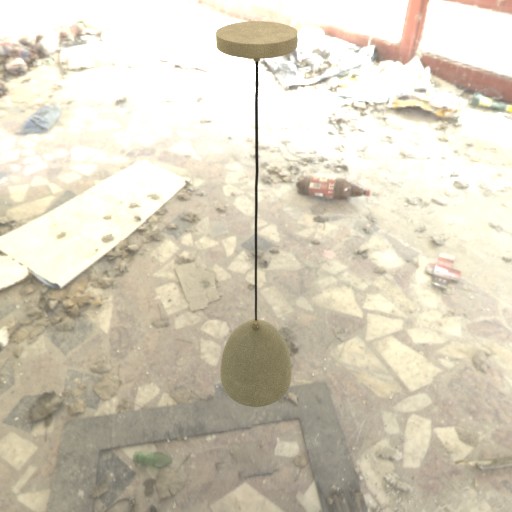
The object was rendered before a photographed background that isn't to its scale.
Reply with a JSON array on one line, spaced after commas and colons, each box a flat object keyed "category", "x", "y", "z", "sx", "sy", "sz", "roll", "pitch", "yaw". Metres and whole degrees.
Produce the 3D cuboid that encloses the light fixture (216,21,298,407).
[{"category": "light fixture", "x": 0.000, "y": 0.000, "z": 0.815, "sx": 0.170, "sy": 0.759, "sz": 0.170, "roll": -13, "pitch": 43, "yaw": -14}]
